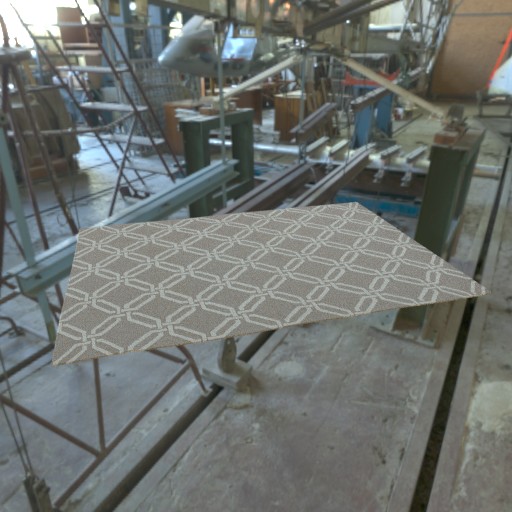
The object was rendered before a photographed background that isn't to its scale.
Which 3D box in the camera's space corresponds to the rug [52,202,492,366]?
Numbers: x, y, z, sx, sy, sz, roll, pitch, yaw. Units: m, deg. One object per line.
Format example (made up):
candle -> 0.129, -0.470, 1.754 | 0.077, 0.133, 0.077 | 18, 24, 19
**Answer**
rug -> 0.000, 0.000, 2.684 | 2.135, 0.013, 1.524 | -7, 26, -14
